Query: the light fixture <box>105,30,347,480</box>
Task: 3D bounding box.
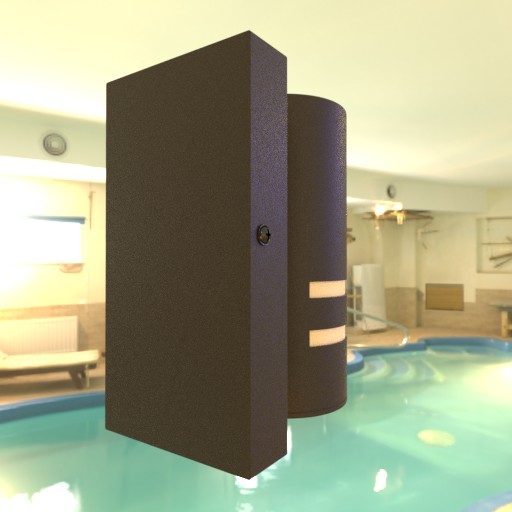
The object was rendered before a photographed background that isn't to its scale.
[{"bbox_3d":[0.000,0.000,0.258,0.098,0.179,0.138,0,-1,35],"label":"light fixture"}]
